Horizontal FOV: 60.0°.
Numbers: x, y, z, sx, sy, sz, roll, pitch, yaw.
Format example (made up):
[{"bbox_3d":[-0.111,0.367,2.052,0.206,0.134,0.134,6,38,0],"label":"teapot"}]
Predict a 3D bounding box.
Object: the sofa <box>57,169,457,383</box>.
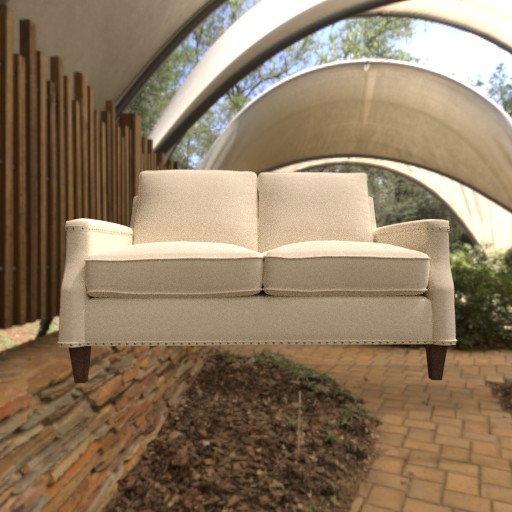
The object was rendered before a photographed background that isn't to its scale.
[{"bbox_3d":[0.000,0.000,2.270,1.597,1.003,1.084,0,0,-2],"label":"sofa"}]
